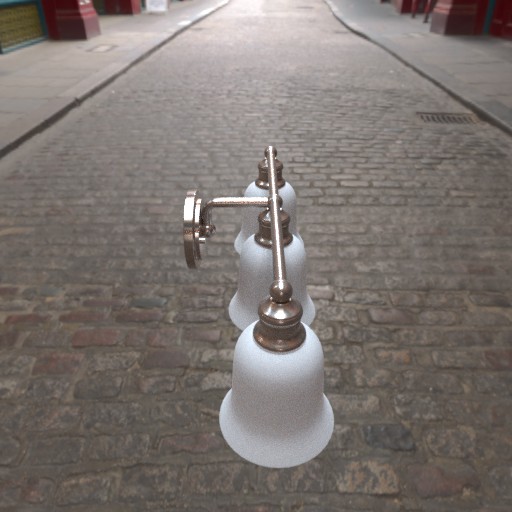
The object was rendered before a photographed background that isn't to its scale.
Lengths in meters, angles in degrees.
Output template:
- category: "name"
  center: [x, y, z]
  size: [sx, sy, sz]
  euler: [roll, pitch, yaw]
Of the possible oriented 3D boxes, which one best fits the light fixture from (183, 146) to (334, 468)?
- category: "light fixture"
  center: [0.000, 0.000, 0.687]
  size: [0.198, 0.211, 0.570]
  euler: [0, 32, 0]
